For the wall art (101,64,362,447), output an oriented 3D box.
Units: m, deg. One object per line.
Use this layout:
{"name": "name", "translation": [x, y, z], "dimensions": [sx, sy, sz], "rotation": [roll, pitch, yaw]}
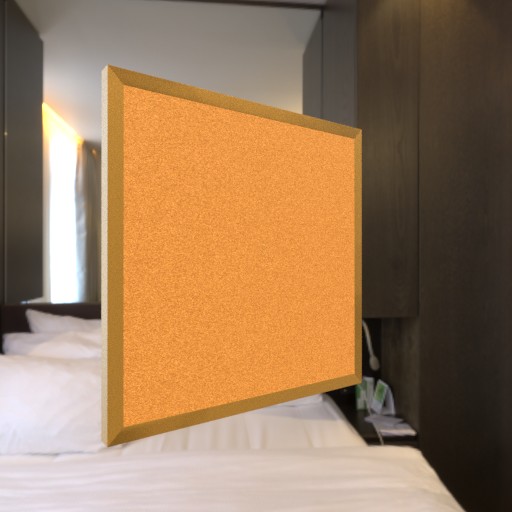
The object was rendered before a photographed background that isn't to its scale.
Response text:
{"name": "wall art", "translation": [0.000, 0.000, 1.123], "dimensions": [0.762, 0.762, 0.038], "rotation": [0, 0, -36]}
